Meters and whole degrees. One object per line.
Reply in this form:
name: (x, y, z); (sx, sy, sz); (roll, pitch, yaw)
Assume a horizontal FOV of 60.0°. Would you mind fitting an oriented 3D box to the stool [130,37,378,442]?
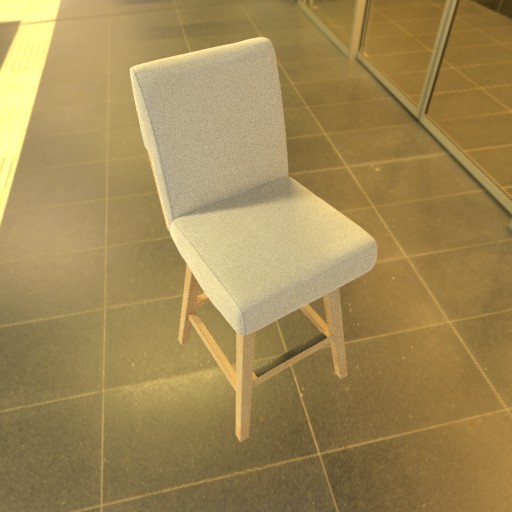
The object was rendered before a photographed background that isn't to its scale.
stool: (0.000, 0.000, 1.297); (0.446, 1.015, 0.543); (-24, 50, -22)
